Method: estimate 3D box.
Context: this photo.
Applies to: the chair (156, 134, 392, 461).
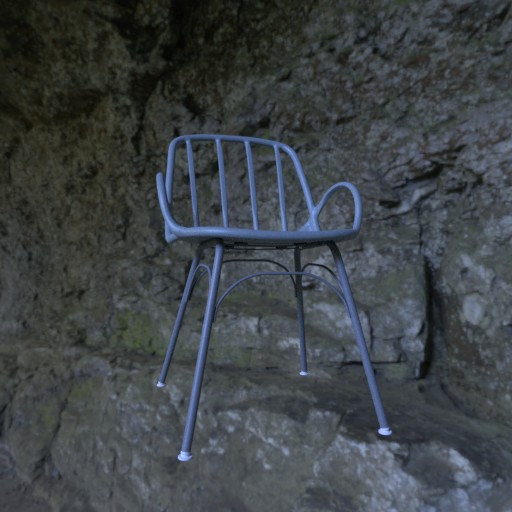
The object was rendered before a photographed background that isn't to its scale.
[{"bbox_3d":[0.000,0.000,1.233,0.549,0.816,0.597,0,0,-16],"label":"chair"}]
